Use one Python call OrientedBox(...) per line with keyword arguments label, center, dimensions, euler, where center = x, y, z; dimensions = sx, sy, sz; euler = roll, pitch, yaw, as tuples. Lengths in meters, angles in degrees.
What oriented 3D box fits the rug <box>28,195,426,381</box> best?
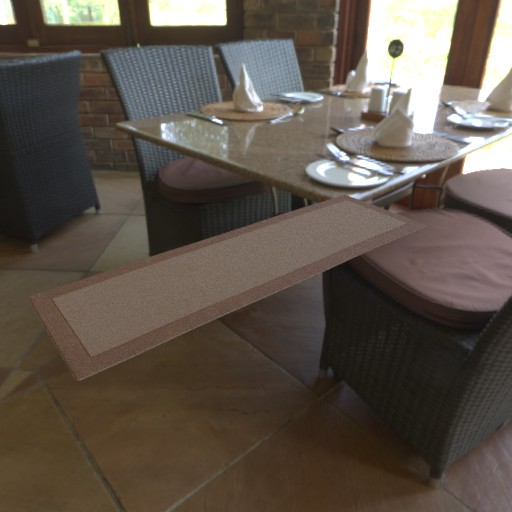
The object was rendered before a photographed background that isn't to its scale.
OrientedBox(label="rug", center=(0.000, 0.000, 2.702), dimensions=(2.430, 0.012, 0.767), euler=(-21, 35, -33))
